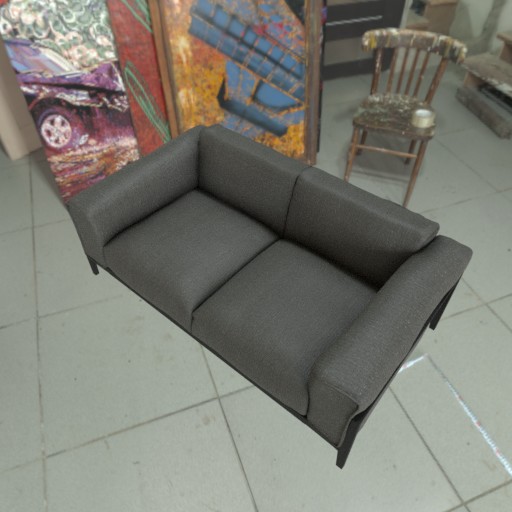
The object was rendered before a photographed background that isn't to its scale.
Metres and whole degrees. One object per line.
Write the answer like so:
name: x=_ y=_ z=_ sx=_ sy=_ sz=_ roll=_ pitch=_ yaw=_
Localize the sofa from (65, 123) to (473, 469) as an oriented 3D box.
sofa: x=0.000 y=0.000 z=2.186 sx=1.690 sy=0.656 sz=0.960 roll=31 pitch=53 yaw=26
